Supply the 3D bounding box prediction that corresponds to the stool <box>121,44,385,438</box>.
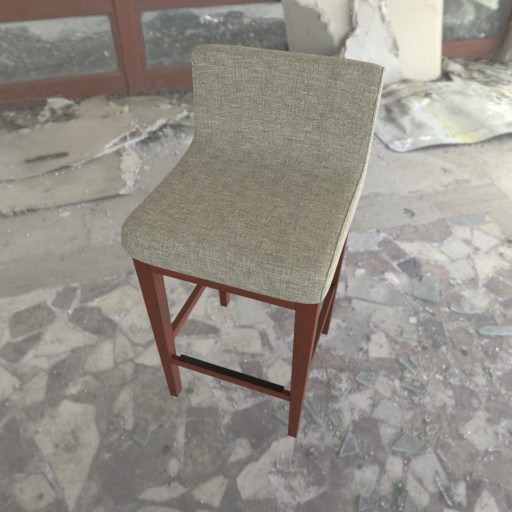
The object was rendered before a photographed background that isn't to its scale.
[{"bbox_3d":[0.000,0.000,1.078,0.417,0.835,0.459,14,44,15],"label":"stool"}]
